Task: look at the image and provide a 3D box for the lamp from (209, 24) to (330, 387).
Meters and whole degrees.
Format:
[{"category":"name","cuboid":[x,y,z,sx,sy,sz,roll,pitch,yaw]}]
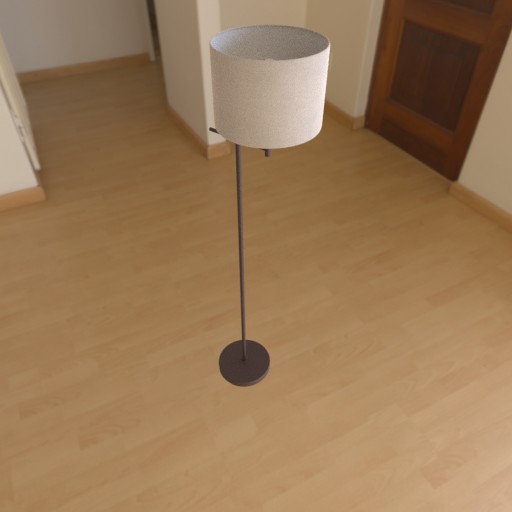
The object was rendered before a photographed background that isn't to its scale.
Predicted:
[{"category":"lamp","cuboid":[0.000,0.000,1.744,0.416,1.600,0.324,27,48,27]}]
